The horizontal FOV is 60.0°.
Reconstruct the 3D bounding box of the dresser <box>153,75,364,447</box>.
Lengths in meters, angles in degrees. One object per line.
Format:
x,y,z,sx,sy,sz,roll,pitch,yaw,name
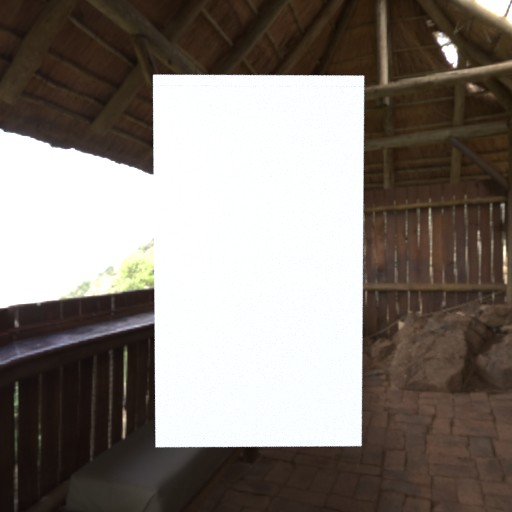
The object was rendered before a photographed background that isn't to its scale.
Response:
0.000,0.000,1.527,0.460,0.820,1.100,0,2,-1,dresser
